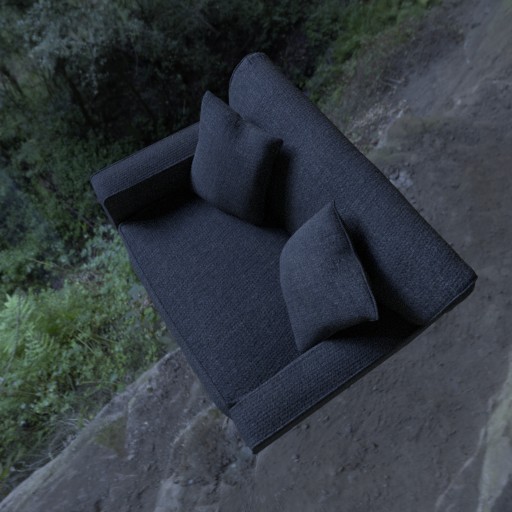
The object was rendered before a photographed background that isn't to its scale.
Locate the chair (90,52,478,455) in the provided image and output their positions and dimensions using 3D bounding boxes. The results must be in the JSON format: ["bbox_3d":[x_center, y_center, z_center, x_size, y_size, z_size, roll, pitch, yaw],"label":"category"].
[{"bbox_3d":[0.000,0.000,2.023,1.000,0.948,1.383,-31,68,-14],"label":"chair"}]
